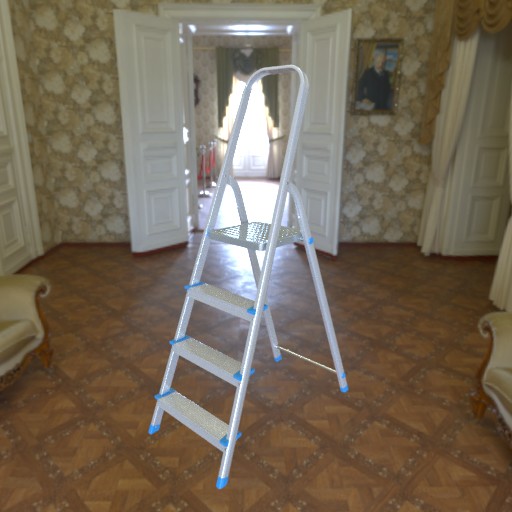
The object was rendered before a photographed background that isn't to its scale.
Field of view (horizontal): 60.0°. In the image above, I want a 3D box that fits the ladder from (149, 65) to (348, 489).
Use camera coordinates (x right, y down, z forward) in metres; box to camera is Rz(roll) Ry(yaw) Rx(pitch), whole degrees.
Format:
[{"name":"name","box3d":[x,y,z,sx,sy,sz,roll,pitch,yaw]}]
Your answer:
[{"name":"ladder","box3d":[0.000,0.000,1.786,0.445,1.434,0.842,15,22,41]}]
